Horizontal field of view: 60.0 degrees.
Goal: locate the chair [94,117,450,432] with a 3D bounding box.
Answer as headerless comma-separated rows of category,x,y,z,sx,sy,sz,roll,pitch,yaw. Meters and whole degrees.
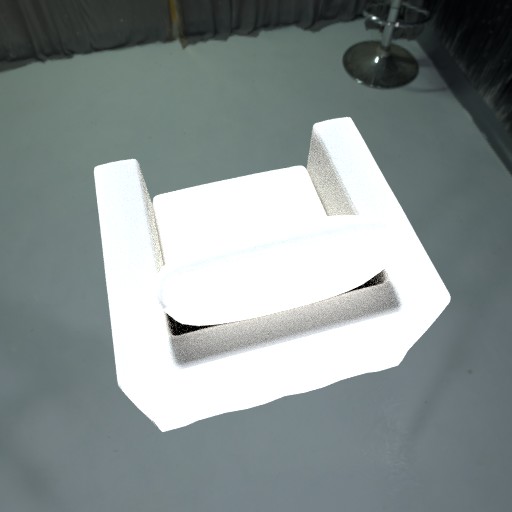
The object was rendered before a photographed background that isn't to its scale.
chair,0.000,0.000,1.810,1.150,0.878,0.957,-13,59,-8
